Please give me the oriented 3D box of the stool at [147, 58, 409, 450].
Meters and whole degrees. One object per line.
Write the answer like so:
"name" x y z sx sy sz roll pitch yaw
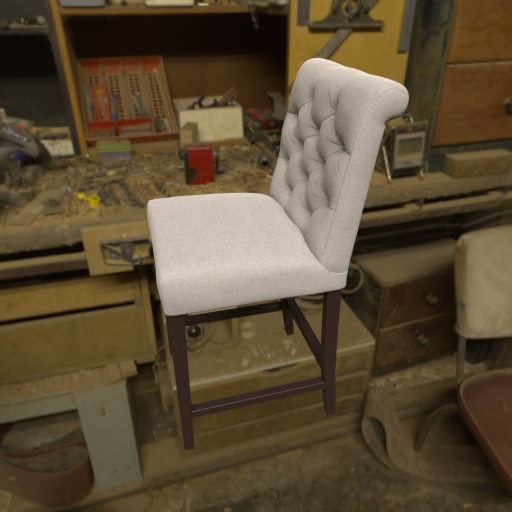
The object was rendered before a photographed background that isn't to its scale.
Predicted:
"stool" 0.000 0.000 1.339 0.601 1.040 0.493 -8 32 -13
